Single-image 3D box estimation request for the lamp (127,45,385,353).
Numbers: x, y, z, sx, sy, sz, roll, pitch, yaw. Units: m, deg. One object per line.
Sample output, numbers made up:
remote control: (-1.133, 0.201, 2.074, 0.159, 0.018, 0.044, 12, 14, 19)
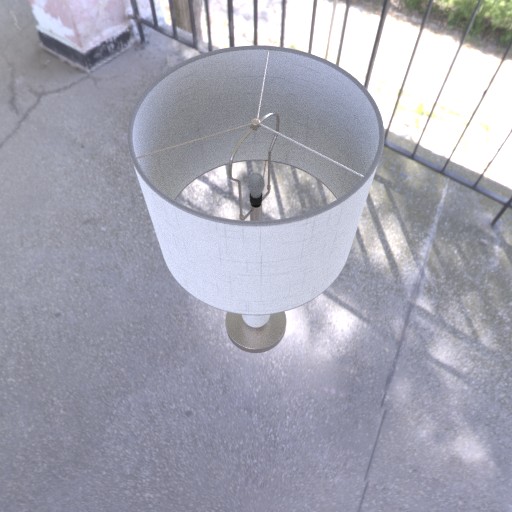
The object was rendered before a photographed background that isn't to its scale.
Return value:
lamp: (0.000, 0.000, 0.722, 0.280, 0.559, 0.282, 32, 63, 18)
